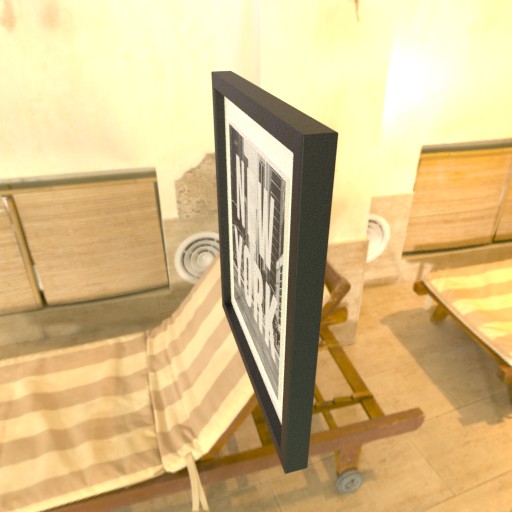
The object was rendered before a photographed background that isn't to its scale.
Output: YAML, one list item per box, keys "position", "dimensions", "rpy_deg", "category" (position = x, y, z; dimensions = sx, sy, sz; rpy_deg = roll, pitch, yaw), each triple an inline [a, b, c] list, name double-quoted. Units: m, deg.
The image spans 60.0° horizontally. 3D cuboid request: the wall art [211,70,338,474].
- position: [0.000, 0.000, 0.543]
  dimensions: [0.028, 0.381, 0.328]
  rpy_deg: [-8, 31, -14]
  category: "wall art"
